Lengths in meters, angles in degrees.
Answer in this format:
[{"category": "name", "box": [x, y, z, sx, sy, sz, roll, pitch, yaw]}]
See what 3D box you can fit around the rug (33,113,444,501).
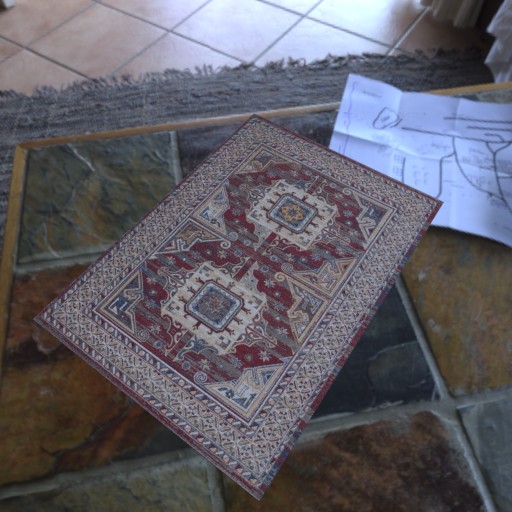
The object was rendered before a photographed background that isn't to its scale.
[{"category": "rug", "box": [0.000, 0.000, 2.805, 1.599, 0.011, 2.210, 31, 62, 18]}]
